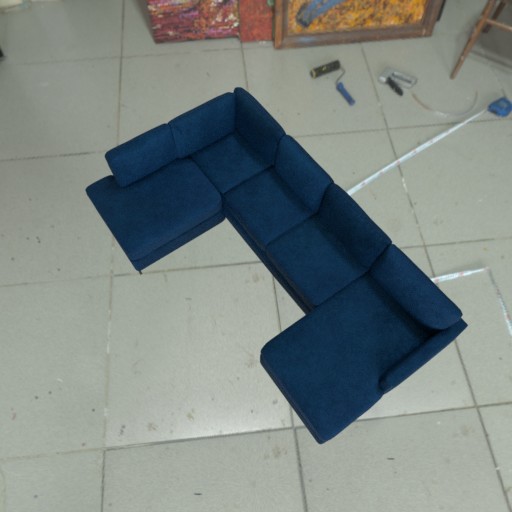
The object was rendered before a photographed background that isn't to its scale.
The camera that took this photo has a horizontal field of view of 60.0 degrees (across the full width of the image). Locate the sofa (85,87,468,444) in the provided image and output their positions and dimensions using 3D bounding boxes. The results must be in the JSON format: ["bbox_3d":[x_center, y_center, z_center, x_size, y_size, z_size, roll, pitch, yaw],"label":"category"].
[{"bbox_3d":[0.000,0.000,4.346,2.055,0.992,3.434,-32,67,-15],"label":"sofa"}]
